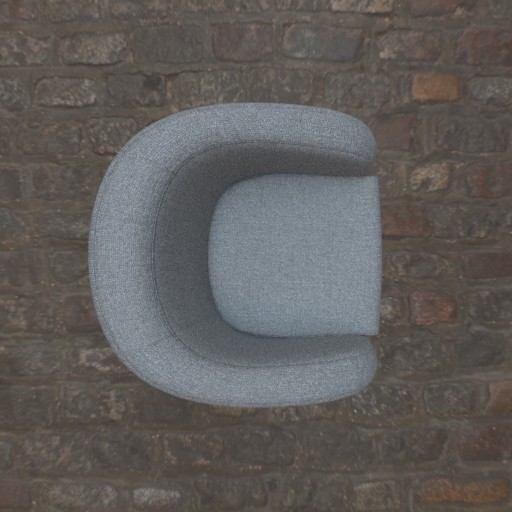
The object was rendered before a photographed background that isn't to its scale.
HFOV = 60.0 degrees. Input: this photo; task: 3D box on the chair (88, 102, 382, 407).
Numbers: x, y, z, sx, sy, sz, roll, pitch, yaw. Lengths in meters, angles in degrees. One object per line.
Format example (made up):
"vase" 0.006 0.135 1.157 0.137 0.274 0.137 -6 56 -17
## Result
"chair" 0.000 0.000 1.424 0.815 0.771 0.791 0 89 -1
